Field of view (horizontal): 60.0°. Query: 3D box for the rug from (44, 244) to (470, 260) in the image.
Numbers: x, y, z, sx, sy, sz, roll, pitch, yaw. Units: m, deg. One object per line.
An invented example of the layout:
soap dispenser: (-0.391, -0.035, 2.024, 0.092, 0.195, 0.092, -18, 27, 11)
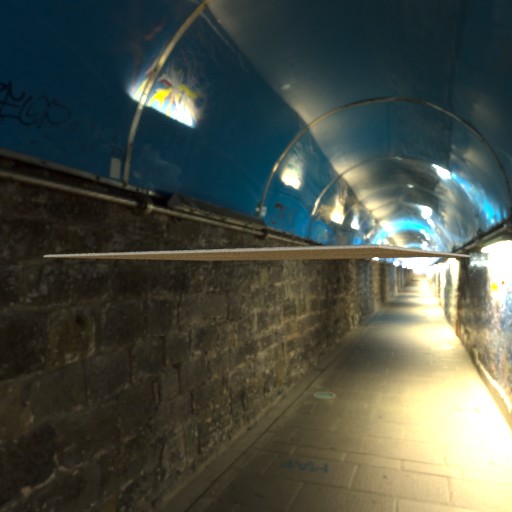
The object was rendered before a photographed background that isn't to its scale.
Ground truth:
rug: (0.000, 0.000, 2.816, 2.206, 0.014, 1.578, -1, -2, 36)
